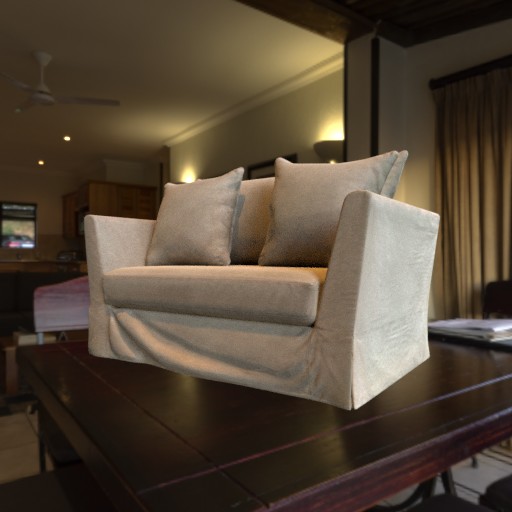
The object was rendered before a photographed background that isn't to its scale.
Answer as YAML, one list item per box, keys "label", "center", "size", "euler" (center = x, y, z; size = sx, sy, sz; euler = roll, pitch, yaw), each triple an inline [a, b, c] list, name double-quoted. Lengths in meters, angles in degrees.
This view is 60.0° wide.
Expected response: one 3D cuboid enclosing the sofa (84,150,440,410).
- label: "sofa"
  center: [0.000, 0.000, 2.316]
  size: [1.608, 1.040, 1.035]
  euler: [0, 0, 35]
